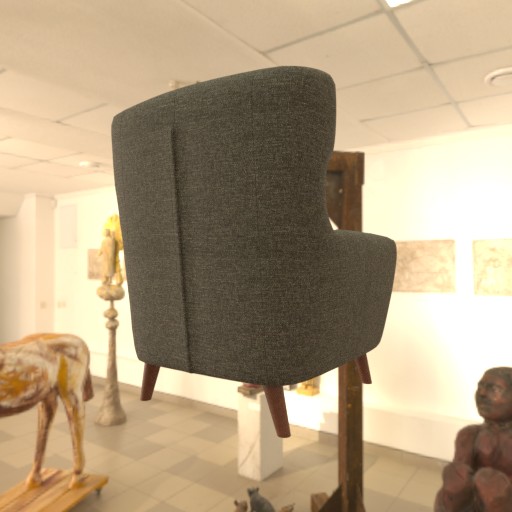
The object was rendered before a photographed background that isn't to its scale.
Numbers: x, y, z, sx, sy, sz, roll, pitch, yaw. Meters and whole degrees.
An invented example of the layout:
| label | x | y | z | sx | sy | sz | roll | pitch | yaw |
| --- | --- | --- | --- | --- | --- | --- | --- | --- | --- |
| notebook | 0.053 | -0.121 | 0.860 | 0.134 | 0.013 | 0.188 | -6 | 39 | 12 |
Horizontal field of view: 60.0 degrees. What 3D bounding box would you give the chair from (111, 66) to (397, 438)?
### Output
| label | x | y | z | sx | sy | sz | roll | pitch | yaw |
| --- | --- | --- | --- | --- | --- | --- | --- | --- | --- |
| chair | 0.000 | 0.000 | 1.715 | 0.878 | 1.063 | 0.904 | 0 | -1 | 35 |
